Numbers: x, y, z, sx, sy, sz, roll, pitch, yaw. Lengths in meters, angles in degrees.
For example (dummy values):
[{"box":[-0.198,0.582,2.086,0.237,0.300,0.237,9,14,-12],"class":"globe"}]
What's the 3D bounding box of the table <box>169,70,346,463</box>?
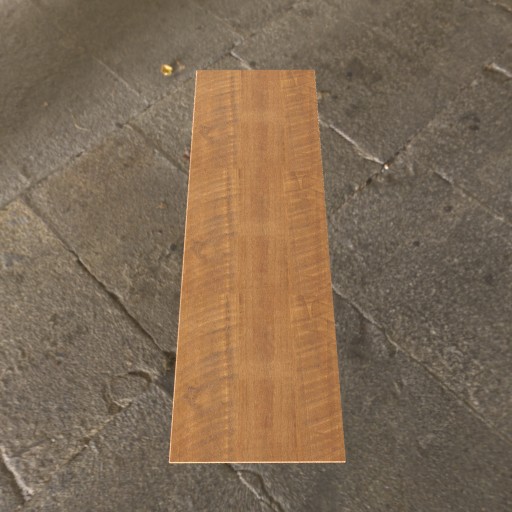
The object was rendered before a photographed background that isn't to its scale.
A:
[{"box":[0.000,0.000,1.780,0.499,0.491,1.499,0,66,0],"class":"table"}]
